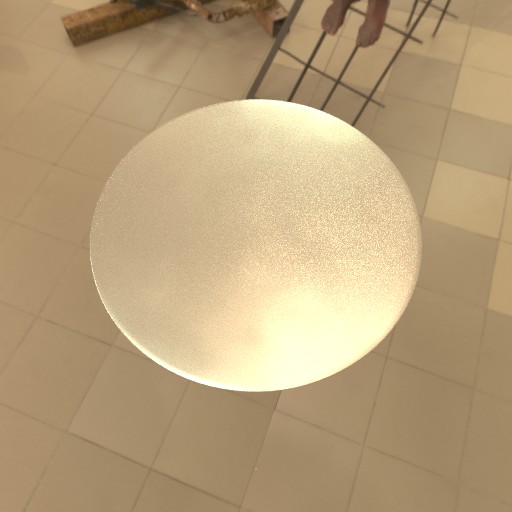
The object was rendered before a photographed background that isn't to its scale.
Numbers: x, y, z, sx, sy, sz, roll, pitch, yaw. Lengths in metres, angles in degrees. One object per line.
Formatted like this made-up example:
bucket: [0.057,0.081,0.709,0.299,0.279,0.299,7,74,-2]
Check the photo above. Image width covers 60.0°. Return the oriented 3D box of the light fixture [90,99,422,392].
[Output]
light fixture: [0.000,0.000,0.438,0.280,0.135,0.280,0,64,0]
